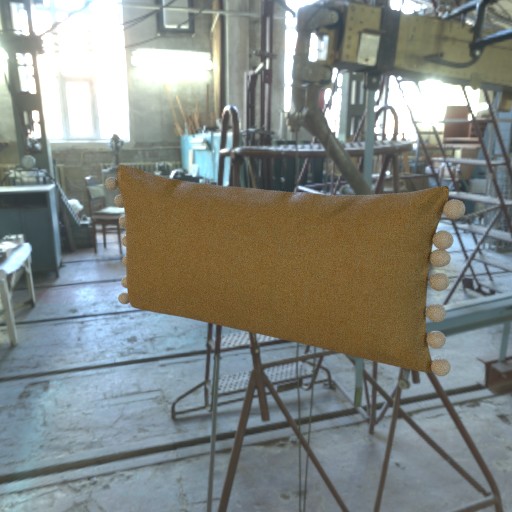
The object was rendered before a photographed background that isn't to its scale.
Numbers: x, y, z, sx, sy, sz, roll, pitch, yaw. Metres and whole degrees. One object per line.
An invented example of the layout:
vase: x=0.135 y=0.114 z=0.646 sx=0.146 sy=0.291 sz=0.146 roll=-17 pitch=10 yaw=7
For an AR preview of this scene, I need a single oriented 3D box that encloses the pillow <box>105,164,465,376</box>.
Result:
pillow: x=0.000 y=0.000 z=0.836 sx=0.709 sy=0.322 sz=0.201 roll=8 pitch=17 yaw=27
